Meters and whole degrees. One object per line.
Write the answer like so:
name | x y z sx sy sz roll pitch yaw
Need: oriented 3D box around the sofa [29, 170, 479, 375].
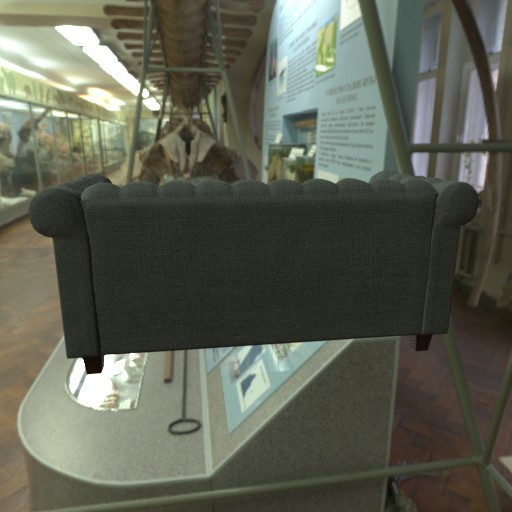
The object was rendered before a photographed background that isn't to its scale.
sofa | 0.000 0.000 2.185 1.798 0.797 0.783 -2 15 -8
